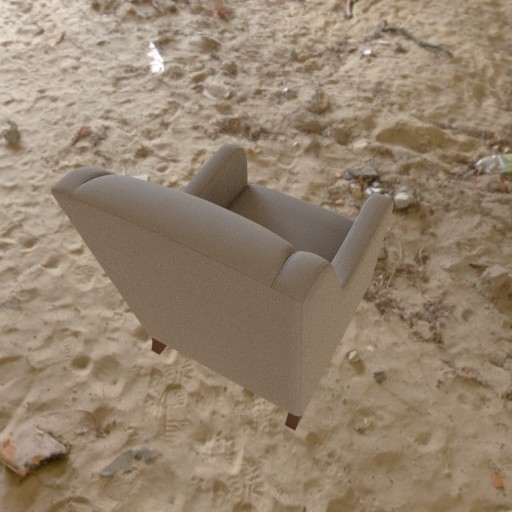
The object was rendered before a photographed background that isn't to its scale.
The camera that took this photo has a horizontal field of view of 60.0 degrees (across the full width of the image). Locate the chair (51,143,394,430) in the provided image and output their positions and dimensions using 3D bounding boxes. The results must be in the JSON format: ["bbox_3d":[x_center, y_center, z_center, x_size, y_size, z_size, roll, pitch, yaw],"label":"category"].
[{"bbox_3d":[0.000,0.000,1.581,0.715,1.010,0.863,23,52,19],"label":"chair"}]
